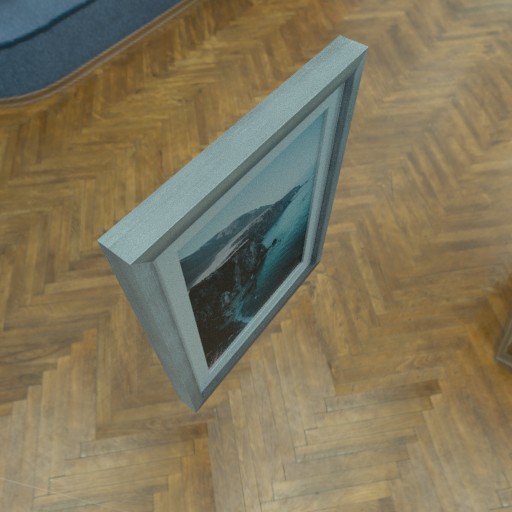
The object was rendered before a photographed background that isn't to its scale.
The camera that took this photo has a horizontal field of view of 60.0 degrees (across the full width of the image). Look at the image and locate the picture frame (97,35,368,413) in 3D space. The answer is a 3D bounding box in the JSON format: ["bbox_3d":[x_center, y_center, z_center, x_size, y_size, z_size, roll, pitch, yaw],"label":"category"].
[{"bbox_3d":[0.000,0.000,0.754,0.046,0.555,0.449,33,63,20],"label":"picture frame"}]
